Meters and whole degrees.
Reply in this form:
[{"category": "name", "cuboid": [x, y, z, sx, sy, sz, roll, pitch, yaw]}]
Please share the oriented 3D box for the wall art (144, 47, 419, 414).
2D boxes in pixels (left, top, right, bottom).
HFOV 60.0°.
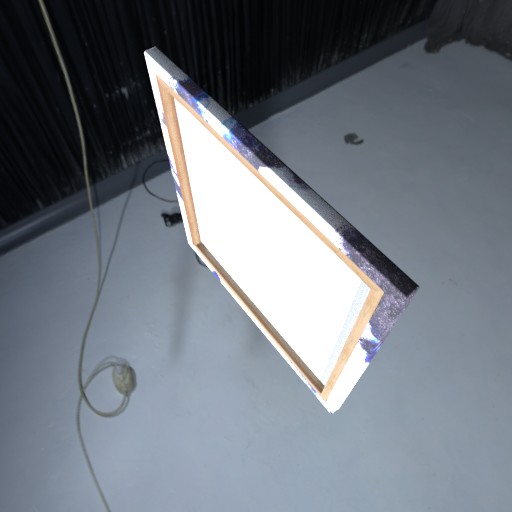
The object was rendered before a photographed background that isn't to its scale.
[{"category": "wall art", "cuboid": [0.000, 0.000, 1.325, 0.038, 0.885, 0.887, -33, 64, -19]}]
